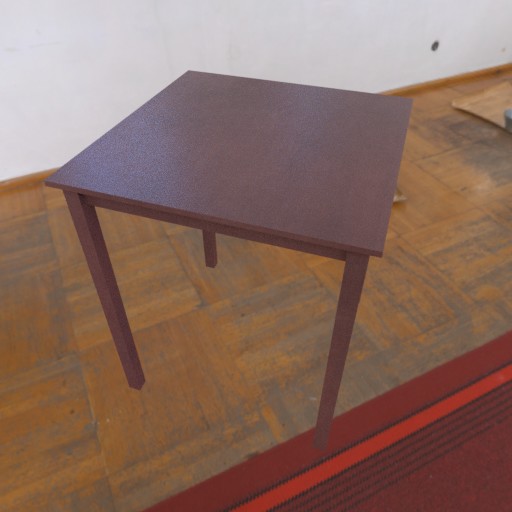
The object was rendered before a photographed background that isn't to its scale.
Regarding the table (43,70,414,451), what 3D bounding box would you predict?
[{"bbox_3d":[0.000,0.000,1.668,0.861,0.991,0.861,13,43,14],"label":"table"}]
